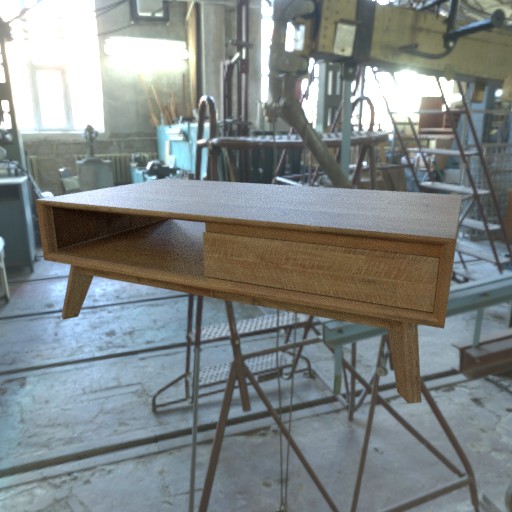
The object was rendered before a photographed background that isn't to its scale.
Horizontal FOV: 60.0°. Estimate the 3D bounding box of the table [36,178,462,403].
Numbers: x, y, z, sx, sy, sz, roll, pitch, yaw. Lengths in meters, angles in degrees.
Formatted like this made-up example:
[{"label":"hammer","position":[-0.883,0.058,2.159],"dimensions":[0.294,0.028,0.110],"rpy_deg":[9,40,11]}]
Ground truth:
[{"label":"table","position":[0.000,0.000,1.998],"dimensions":[1.619,0.531,0.918],"rpy_deg":[7,18,24]}]
